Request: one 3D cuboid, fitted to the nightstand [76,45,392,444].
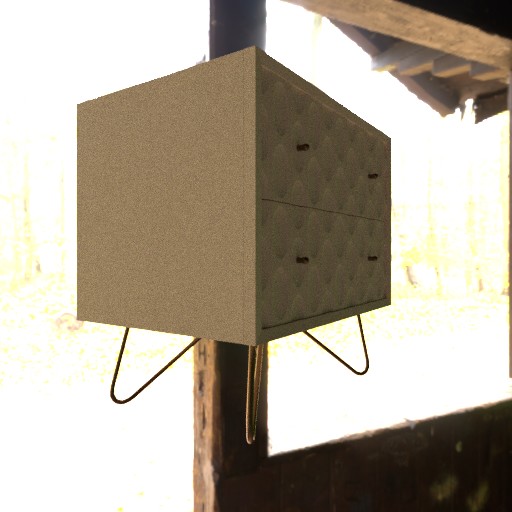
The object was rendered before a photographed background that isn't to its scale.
[{"bbox_3d":[0.000,0.000,1.005,0.447,0.604,0.614,0,0,35],"label":"nightstand"}]
